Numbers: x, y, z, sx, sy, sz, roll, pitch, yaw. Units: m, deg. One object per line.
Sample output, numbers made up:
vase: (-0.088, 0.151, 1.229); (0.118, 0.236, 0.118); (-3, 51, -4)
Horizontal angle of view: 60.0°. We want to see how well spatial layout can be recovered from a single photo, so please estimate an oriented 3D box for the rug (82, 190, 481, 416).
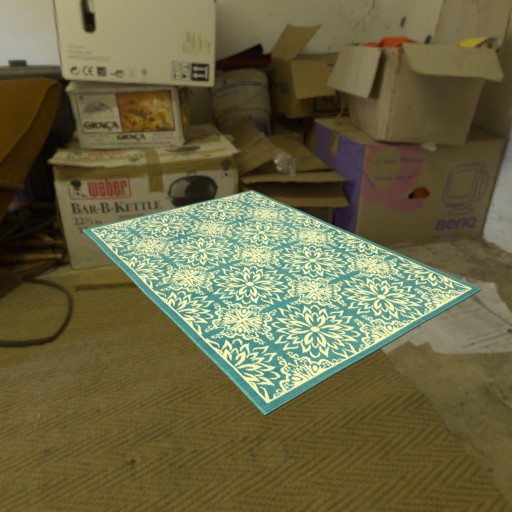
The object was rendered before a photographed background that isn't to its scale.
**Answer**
rug: (0.000, 0.000, 2.890); (1.554, 0.012, 2.205); (-19, 32, -32)
